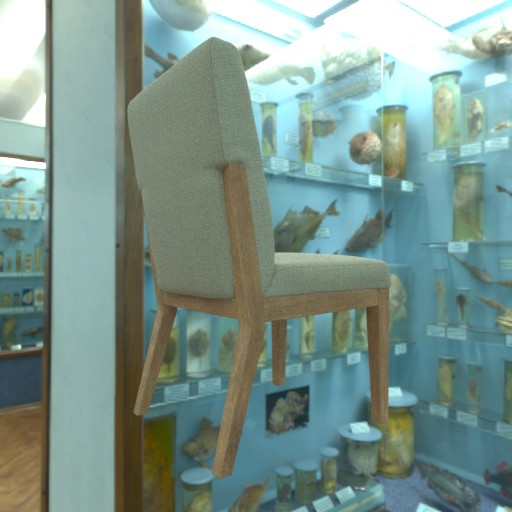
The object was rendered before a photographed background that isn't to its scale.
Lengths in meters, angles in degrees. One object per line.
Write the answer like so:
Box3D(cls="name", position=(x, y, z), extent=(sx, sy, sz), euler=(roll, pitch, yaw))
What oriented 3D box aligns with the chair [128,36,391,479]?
Box3D(cls="chair", position=(0.000, 0.000, 1.249), extent=(0.586, 0.911, 0.507), euler=(0, -1, -36))
